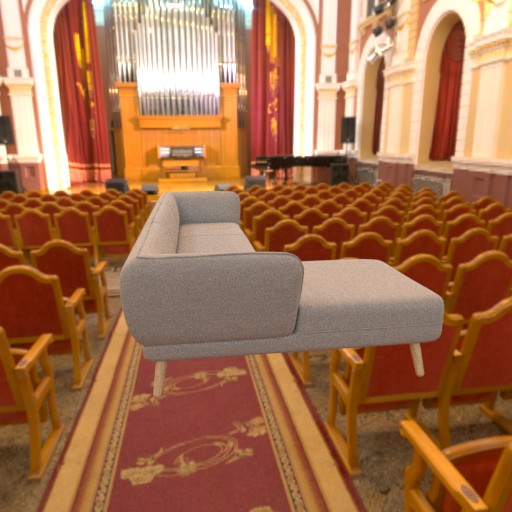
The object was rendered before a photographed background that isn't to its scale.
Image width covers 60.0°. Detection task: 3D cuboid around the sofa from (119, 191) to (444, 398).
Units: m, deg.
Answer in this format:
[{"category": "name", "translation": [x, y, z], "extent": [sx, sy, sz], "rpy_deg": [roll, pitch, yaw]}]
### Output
[{"category": "sofa", "translation": [0.000, 0.000, 3.221], "extent": [1.532, 0.693, 2.653], "rpy_deg": [-2, 14, -8]}]
